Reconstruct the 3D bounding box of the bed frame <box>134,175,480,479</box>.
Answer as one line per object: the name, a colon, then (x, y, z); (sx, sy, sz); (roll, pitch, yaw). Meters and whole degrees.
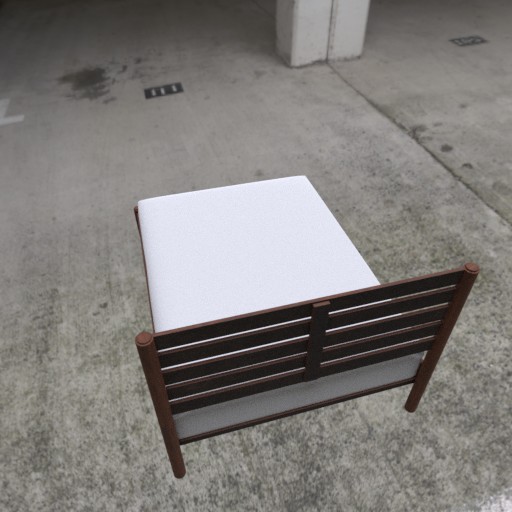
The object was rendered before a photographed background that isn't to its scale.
bed frame: (0.000, 0.000, 3.212); (1.655, 1.321, 2.234); (-11, 43, -12)
